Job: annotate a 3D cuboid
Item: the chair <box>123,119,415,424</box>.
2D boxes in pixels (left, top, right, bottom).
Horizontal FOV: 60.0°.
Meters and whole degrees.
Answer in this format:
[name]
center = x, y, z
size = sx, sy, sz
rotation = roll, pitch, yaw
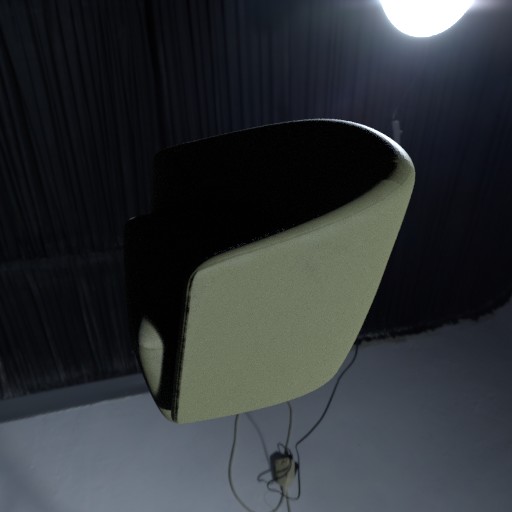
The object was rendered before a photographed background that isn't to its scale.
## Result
[chair]
center = 0.000, 0.000, 1.329
size = 0.767, 0.698, 0.773
rotation = -8, 32, -14
